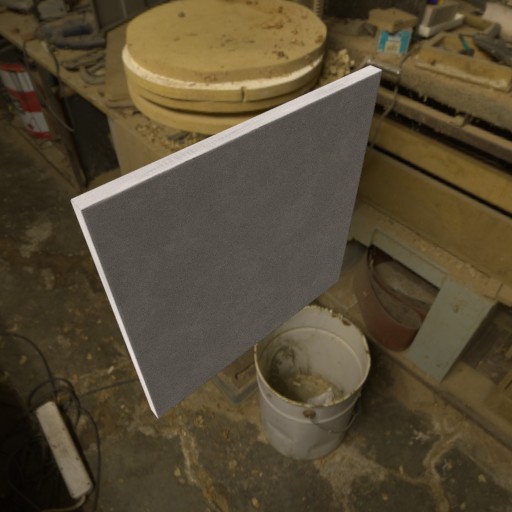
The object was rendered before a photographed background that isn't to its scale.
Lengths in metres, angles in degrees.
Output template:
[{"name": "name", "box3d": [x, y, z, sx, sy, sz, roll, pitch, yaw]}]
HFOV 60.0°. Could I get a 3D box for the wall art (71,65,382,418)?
[{"name": "wall art", "box3d": [0.000, 0.000, 0.457, 0.303, 0.303, 0.015, -33, 54, -27]}]
